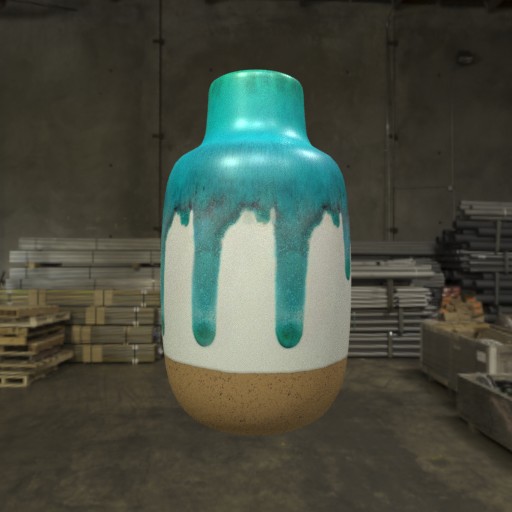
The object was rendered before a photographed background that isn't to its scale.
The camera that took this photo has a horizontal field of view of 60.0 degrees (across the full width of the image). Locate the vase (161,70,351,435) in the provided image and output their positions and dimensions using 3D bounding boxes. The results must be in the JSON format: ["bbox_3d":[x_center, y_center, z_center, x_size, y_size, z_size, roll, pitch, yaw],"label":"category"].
[{"bbox_3d":[0.000,0.000,0.252,0.106,0.192,0.106,0,-1,0],"label":"vase"}]
